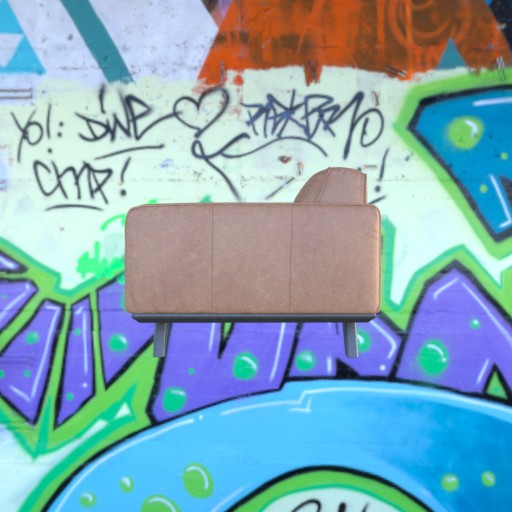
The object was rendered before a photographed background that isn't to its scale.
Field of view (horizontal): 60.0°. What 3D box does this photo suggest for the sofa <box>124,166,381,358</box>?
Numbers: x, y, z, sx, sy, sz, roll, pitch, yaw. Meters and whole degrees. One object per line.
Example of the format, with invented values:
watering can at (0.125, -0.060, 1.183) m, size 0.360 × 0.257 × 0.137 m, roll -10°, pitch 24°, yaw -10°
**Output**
sofa at (0.000, 0.000, 2.731) m, size 0.953 × 0.780 × 2.270 m, roll 0°, pitch 1°, yaw 1°
